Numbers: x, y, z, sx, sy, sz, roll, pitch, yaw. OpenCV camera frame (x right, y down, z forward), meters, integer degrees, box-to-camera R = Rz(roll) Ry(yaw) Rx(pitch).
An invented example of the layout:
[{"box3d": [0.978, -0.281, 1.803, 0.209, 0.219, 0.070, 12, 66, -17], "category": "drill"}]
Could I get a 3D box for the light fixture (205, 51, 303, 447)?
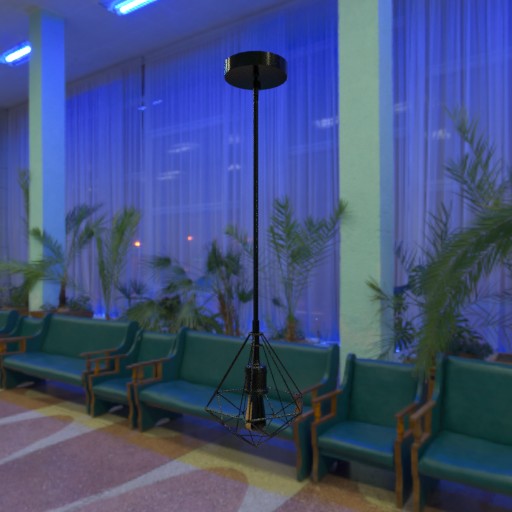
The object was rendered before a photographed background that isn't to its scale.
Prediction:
[{"box3d": [0.000, 0.000, 2.049, 0.487, 1.764, 0.431, 0, 0, 37], "category": "light fixture"}]
